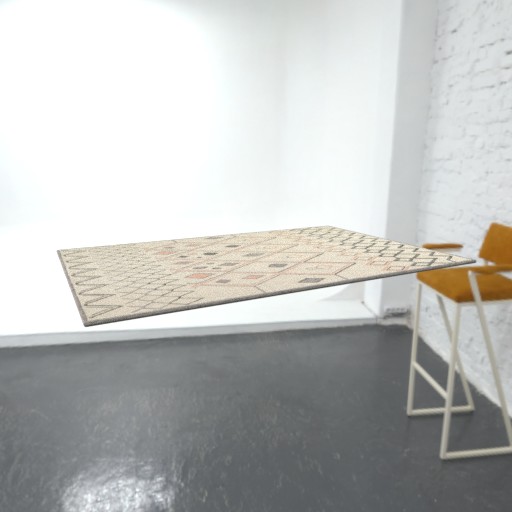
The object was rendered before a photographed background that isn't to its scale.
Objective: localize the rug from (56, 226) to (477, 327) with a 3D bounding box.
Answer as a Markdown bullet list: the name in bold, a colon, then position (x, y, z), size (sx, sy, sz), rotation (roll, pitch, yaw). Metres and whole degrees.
- **rug**: position (0.000, 0.000, 2.306), size (1.829, 0.016, 1.219), rotation (-7, 14, -27)
